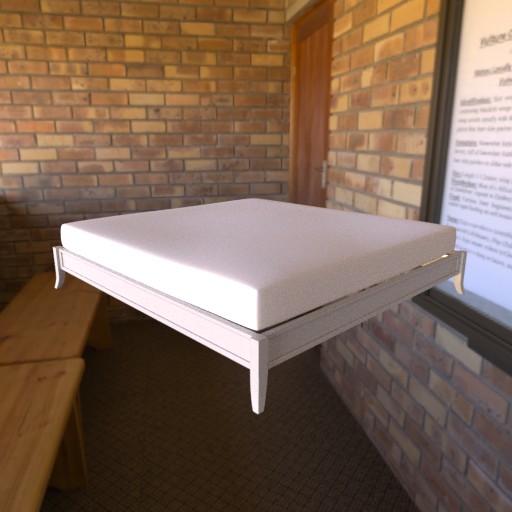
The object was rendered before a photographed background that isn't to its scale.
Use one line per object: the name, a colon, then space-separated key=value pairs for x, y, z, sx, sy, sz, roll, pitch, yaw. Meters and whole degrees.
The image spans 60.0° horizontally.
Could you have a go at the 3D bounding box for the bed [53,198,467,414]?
bed: x=0.000 y=0.000 z=3.077 sx=2.007 sy=0.510 sz=2.108 roll=-14 pitch=20 yaw=-42
